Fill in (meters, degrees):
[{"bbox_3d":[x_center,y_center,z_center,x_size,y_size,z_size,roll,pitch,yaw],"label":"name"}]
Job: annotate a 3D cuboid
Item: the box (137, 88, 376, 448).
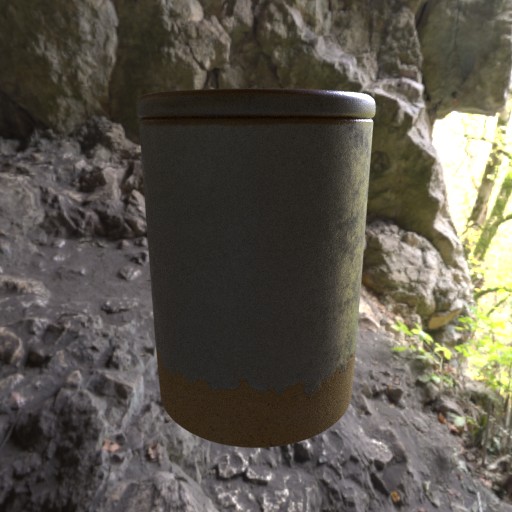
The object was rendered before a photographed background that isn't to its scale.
[{"bbox_3d":[0.000,0.000,0.248,0.118,0.168,0.118,0,16,0],"label":"box"}]
